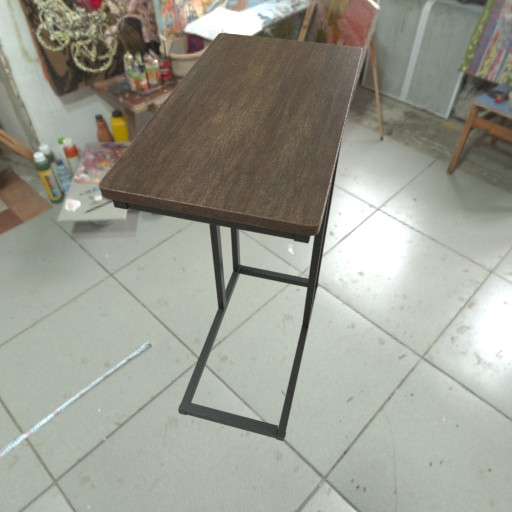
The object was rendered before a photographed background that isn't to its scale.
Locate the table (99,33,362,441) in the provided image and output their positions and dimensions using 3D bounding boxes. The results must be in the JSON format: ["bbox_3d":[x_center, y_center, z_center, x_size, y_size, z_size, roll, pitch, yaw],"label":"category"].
[{"bbox_3d":[0.000,0.000,0.858,0.254,0.637,0.450,11,49,10],"label":"table"}]
